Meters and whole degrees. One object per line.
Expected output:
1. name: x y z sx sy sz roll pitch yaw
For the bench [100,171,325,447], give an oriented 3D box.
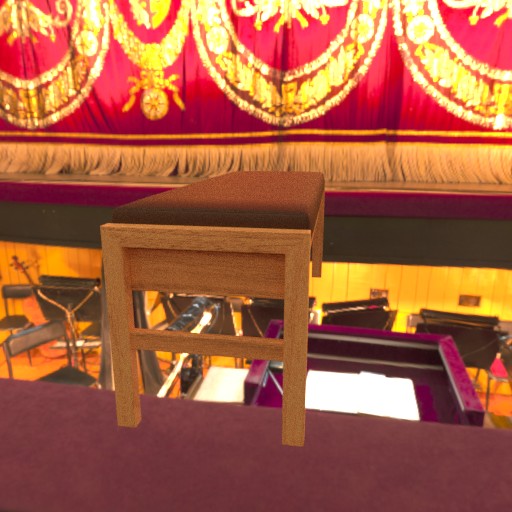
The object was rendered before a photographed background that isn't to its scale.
1. bench: 0.000 0.000 1.447 0.405 0.480 1.200 3 15 10
